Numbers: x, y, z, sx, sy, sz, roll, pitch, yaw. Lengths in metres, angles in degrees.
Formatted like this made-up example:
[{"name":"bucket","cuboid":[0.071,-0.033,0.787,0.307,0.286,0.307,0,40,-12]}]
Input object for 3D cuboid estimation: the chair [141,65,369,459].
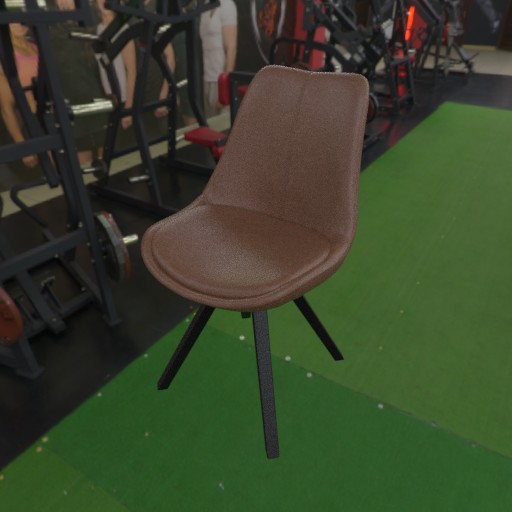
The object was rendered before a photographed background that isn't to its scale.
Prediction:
[{"name":"chair","cuboid":[0.000,0.000,1.162,0.475,0.850,0.550,20,37,29]}]
